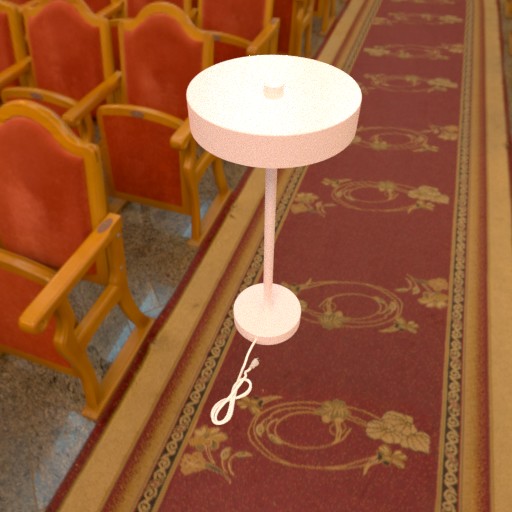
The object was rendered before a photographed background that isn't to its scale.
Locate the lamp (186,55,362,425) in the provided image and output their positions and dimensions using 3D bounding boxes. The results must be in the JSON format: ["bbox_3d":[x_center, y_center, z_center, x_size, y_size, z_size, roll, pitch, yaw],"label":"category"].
[{"bbox_3d":[0.000,0.000,0.712,0.229,0.508,0.369,14,48,13],"label":"lamp"}]
